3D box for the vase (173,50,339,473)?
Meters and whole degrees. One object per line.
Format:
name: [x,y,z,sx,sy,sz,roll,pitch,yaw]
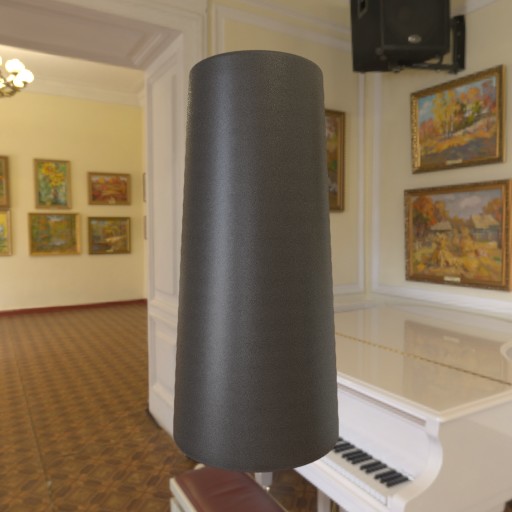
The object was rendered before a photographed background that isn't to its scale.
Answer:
vase: [0.000,0.000,0.362,0.136,0.289,0.136,-1,4,-18]
